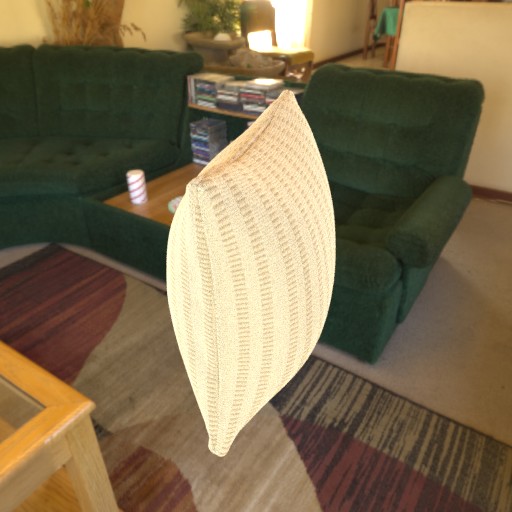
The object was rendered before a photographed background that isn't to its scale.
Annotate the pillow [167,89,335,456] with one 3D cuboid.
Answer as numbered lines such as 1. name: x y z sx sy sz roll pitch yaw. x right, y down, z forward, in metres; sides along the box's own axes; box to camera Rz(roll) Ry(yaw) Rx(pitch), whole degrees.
1. pillow: 0.000 0.000 0.697 0.247 0.419 0.438 8 33 13
